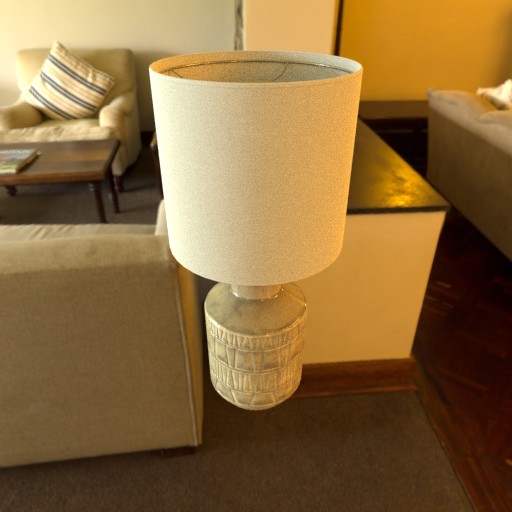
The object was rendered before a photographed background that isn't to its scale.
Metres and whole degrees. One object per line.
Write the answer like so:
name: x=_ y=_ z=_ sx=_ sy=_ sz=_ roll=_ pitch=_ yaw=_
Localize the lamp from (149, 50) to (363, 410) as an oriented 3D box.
lamp: x=0.000 y=0.000 z=0.565 sx=0.211 sy=0.455 sz=0.211 roll=21 pitch=37 yaw=30
